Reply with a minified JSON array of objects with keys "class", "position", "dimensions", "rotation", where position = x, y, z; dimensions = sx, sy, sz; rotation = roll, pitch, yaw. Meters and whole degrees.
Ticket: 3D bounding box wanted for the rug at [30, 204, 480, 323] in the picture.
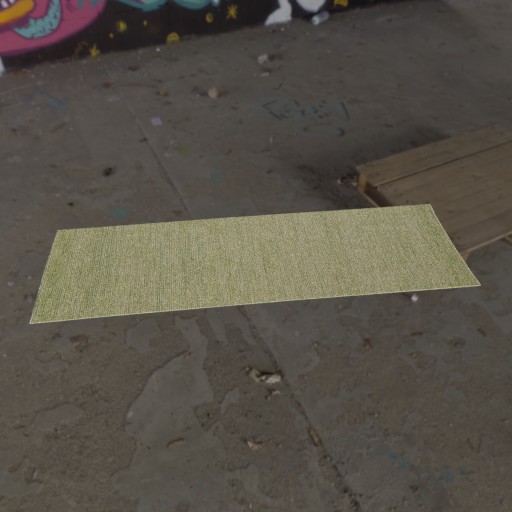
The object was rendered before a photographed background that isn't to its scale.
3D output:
[{"class":"rug","position":[0.000,0.000,2.514],"dimensions":[2.340,0.013,0.686],"rotation":[-4,46,-4]}]
